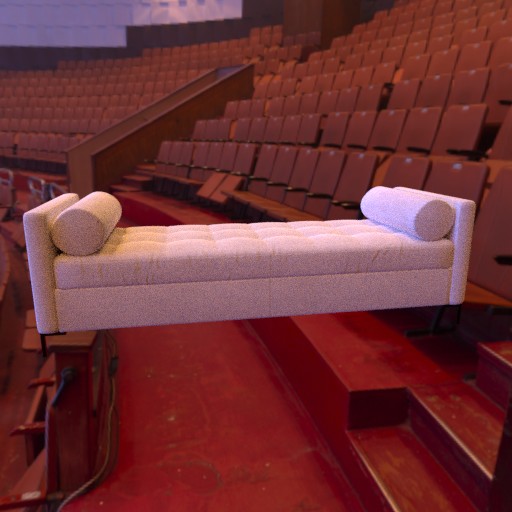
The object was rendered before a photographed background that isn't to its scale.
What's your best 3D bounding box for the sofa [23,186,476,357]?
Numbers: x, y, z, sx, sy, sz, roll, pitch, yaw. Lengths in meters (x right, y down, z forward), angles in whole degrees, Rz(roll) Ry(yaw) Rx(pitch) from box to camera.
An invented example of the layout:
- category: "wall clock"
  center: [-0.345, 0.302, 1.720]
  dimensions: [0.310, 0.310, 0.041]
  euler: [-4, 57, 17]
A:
- category: "sofa"
  center: [0.000, 0.000, 2.294]
  dimensions: [1.981, 0.635, 0.686]
  euler: [-3, 15, -10]
